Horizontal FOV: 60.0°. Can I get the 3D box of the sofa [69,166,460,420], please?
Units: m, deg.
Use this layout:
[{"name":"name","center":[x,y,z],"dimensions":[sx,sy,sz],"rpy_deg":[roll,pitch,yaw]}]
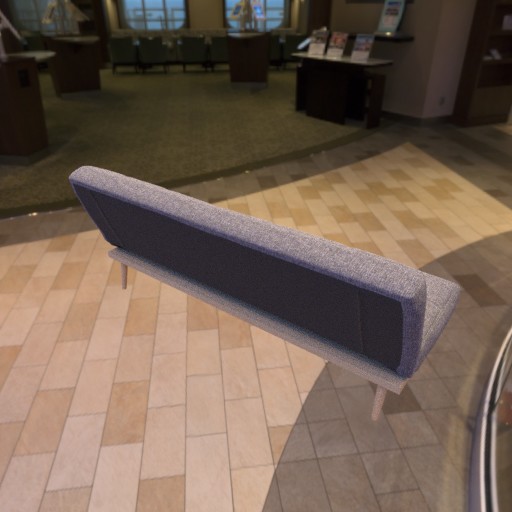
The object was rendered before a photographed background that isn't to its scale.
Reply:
[{"name":"sofa","center":[0.000,0.000,2.236],"dimensions":[1.820,0.770,0.820],"rpy_deg":[20,36,31]}]
